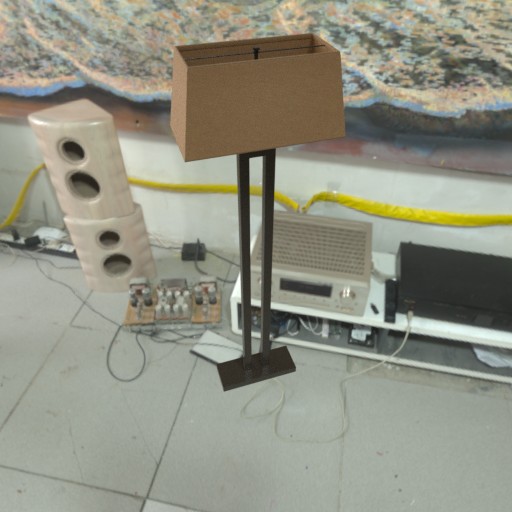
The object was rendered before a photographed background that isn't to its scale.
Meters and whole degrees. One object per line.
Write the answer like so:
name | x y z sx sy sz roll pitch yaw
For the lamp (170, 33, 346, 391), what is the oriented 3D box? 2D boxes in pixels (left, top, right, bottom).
lamp | 0.000 0.000 1.652 0.475 1.469 0.233 -12 43 -13
